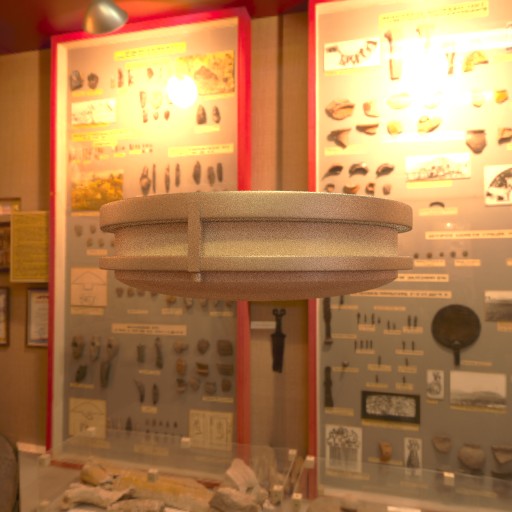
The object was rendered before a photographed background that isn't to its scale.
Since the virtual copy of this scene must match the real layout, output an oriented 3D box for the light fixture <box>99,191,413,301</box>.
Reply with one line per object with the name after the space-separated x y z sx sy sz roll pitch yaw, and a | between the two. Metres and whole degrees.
0.000 0.000 0.531 0.356 0.102 0.356 0 -1 0 | light fixture
